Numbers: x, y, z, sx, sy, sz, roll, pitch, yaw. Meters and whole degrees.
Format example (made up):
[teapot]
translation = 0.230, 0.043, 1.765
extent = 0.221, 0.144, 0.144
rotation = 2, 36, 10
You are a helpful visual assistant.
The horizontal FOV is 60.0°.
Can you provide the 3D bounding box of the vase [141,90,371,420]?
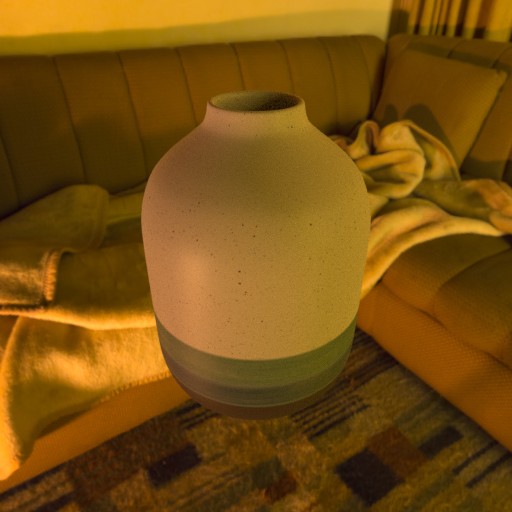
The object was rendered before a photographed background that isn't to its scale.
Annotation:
[vase]
translation = 0.000, 0.000, 0.353
extent = 0.169, 0.240, 0.169
rotation = 0, 32, 0
